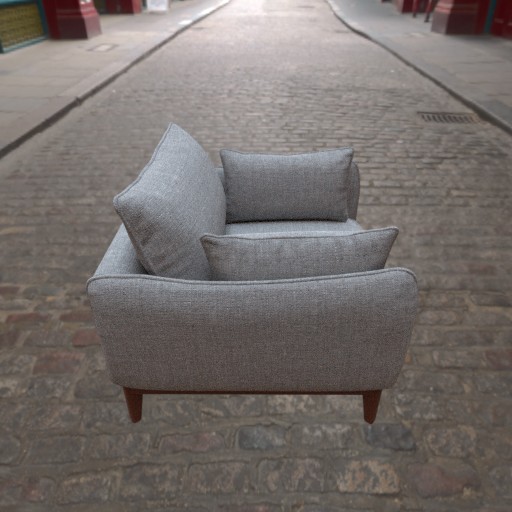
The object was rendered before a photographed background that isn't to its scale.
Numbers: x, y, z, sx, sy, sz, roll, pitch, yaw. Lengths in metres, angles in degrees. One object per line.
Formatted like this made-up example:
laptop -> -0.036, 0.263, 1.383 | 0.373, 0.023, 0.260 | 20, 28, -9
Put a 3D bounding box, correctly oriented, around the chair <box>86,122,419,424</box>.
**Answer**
chair -> 0.000, 0.000, 1.721 | 0.976, 0.839, 0.993 | 0, 32, 0
